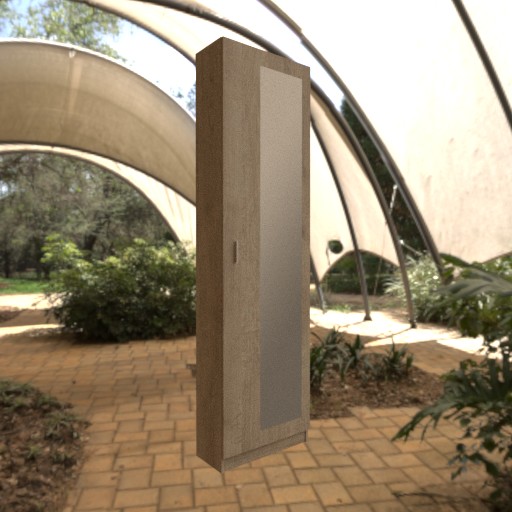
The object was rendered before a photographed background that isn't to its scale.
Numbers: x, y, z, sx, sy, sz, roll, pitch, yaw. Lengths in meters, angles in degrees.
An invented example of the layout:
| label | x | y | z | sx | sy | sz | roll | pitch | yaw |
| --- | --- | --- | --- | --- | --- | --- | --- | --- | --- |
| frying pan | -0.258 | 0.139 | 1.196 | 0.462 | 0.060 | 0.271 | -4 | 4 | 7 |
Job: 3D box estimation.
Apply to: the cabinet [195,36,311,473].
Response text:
| label | x | y | z | sx | sy | sz | roll | pitch | yaw |
| --- | --- | --- | --- | --- | --- | --- | --- | --- | --- |
| cabinet | 0.000 | 0.000 | 2.039 | 0.500 | 1.790 | 0.230 | -1 | 1 | -38 |
